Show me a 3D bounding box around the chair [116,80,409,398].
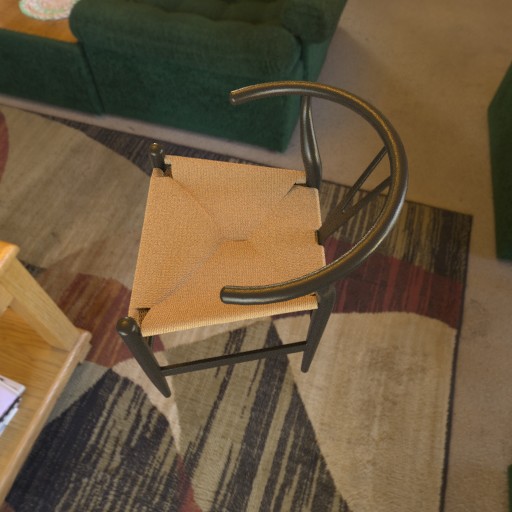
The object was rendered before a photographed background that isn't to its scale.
[{"bbox_3d":[0.000,0.000,1.144,0.570,0.739,0.570,0,57,0],"label":"chair"}]
